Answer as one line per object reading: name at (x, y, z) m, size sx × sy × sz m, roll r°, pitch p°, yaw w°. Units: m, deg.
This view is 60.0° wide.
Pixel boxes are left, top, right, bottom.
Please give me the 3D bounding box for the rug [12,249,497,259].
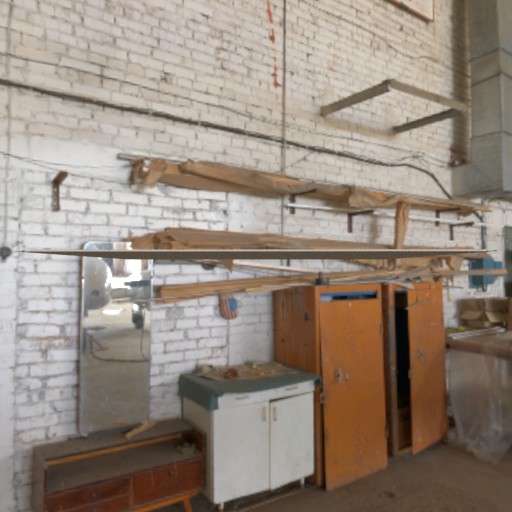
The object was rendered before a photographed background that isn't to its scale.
rug at (0.000, 0.000, 3.797) m, size 2.940 × 0.013 × 2.312 m, roll 0°, pitch -2°, yaw 1°
